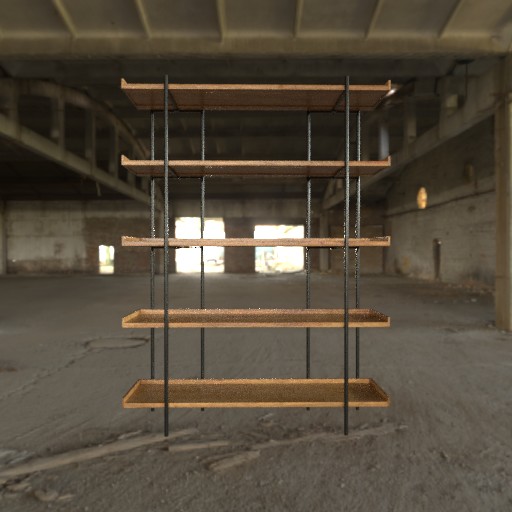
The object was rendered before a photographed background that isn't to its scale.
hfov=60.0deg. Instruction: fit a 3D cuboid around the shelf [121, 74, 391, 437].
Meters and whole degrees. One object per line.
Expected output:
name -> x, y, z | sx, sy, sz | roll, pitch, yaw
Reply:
shelf -> 0.000, 0.000, 2.431 | 1.371, 1.826, 0.379 | 0, 0, -1
